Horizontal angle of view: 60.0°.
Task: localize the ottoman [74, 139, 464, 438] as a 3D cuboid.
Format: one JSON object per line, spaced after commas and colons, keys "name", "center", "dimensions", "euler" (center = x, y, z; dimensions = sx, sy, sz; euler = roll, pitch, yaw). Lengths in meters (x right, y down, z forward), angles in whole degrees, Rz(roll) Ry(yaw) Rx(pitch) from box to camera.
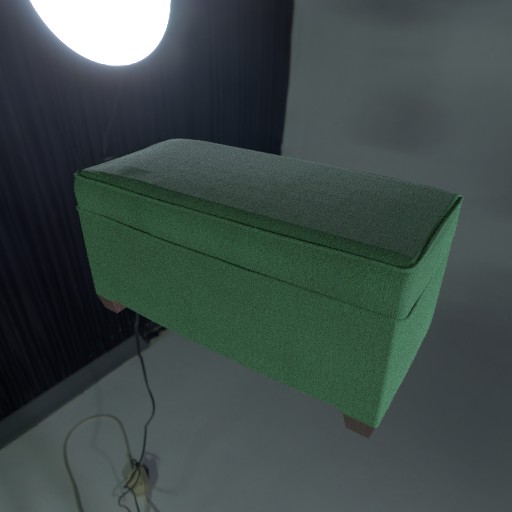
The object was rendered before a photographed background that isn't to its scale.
{"name": "ottoman", "center": [0.000, 0.000, 1.242], "dimensions": [0.957, 0.471, 0.483], "euler": [19, 35, 29]}
